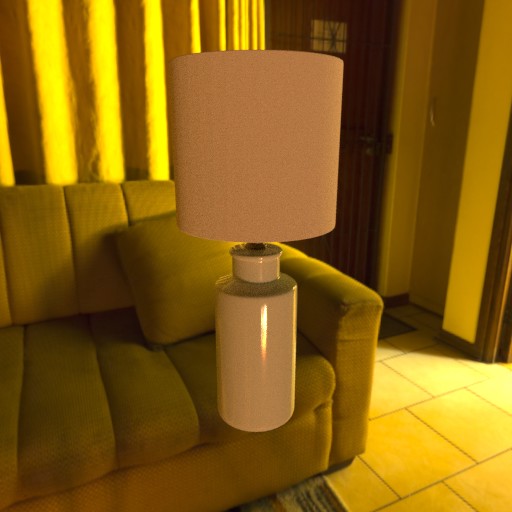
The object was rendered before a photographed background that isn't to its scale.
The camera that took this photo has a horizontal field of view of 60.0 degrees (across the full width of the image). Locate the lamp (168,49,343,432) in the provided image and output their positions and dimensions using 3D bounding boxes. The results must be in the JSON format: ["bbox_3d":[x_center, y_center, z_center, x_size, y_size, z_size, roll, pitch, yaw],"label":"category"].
[{"bbox_3d":[0.000,0.000,0.615,0.212,0.493,0.212,15,22,42],"label":"lamp"}]
